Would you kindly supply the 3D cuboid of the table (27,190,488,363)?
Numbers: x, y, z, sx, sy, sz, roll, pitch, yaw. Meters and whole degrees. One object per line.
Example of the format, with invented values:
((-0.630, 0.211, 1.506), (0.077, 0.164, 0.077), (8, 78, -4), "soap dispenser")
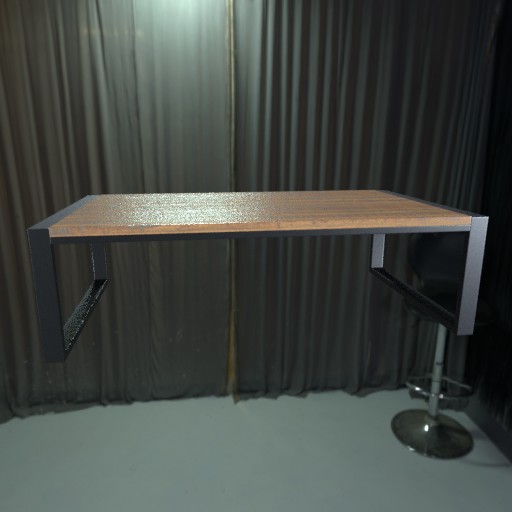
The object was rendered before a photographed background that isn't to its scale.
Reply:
((0.000, 0.000, 1.691), (1.350, 0.400, 0.750), (-2, 15, -8), "table")
